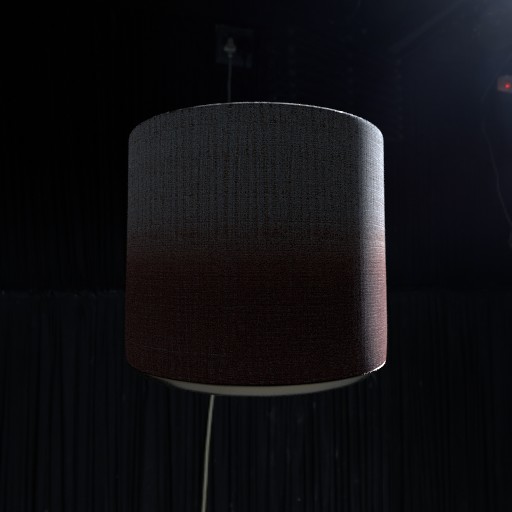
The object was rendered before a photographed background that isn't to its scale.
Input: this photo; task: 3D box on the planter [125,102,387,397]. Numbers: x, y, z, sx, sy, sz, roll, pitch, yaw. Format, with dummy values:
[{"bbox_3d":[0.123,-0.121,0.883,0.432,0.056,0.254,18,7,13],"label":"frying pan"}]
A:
[{"bbox_3d":[0.000,0.000,0.315,0.178,0.157,0.178,0,-1,0],"label":"planter"}]
